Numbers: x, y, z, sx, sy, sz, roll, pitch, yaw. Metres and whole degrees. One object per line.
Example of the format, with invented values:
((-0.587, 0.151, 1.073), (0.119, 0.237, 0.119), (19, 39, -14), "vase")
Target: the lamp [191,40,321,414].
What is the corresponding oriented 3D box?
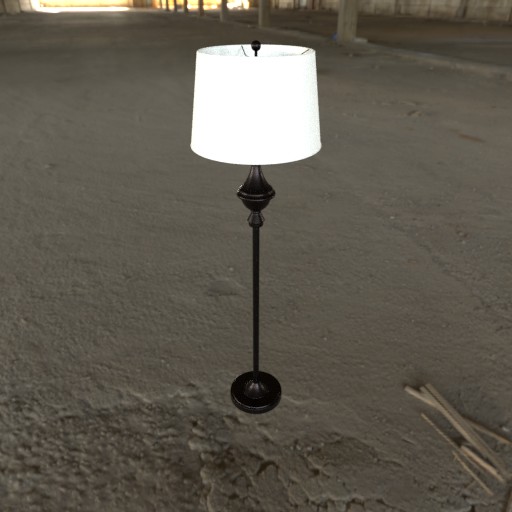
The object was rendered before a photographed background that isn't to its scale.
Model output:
((0.000, 0.000, 1.691), (0.431, 1.484, 0.431), (0, 30, 0), "lamp")
